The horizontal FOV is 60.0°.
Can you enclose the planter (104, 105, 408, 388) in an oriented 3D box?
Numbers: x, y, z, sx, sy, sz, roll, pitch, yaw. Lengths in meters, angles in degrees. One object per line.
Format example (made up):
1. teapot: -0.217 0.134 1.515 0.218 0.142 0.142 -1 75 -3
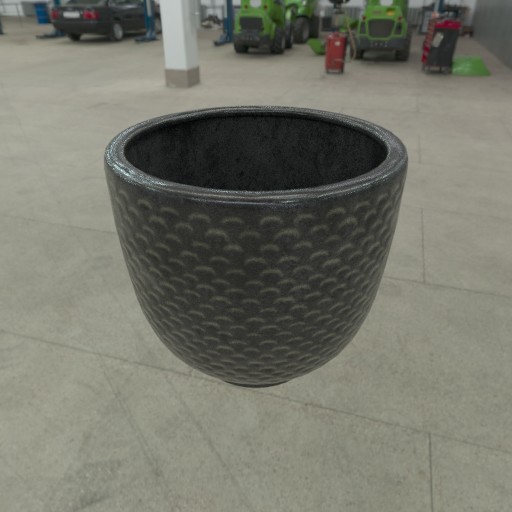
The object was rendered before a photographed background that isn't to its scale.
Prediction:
1. planter: 0.000 0.000 0.299 0.172 0.160 0.172 0 31 0
